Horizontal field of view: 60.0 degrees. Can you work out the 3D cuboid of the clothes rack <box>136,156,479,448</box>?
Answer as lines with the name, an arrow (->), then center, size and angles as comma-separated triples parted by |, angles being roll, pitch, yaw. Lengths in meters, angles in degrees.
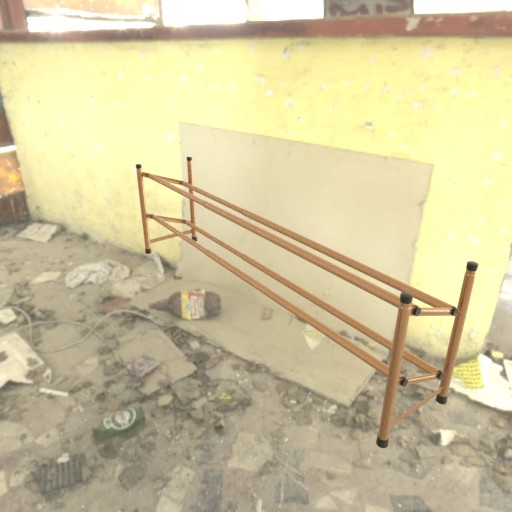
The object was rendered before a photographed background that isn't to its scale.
clothes rack -> 0.000, 0.000, 1.296 | 0.229, 0.349, 1.168 | -17, 30, -32
